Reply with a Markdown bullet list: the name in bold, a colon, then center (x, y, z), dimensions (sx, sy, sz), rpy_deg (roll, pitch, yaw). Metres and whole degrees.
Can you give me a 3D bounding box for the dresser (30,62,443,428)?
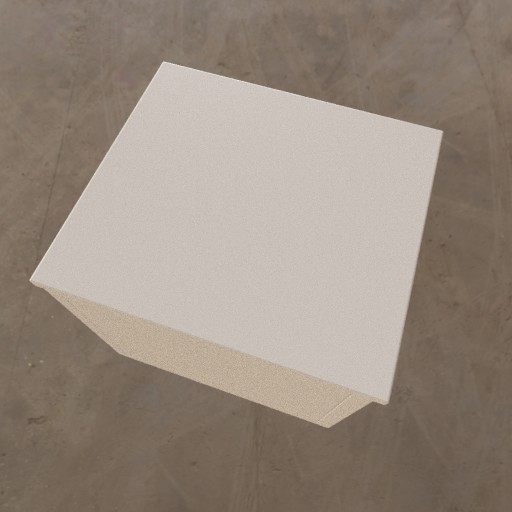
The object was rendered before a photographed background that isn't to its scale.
- **dresser**: center (0.000, 0.000, 0.737), dimensions (0.430, 0.360, 0.400), rpy_deg (17, 65, 8)
